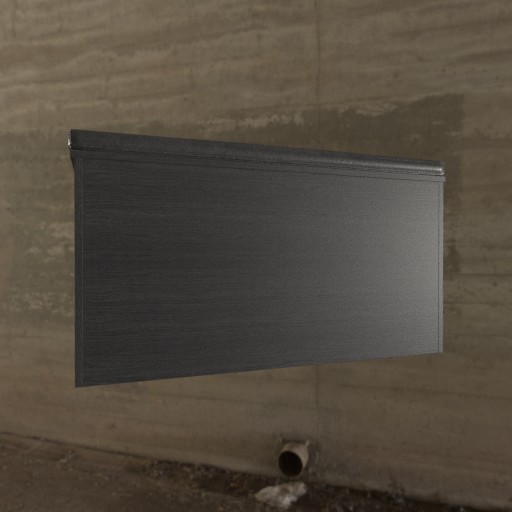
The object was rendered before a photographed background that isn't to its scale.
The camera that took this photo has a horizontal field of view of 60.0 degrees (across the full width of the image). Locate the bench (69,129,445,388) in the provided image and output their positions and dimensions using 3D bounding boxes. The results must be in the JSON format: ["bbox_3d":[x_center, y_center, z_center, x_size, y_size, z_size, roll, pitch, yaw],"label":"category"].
[{"bbox_3d":[0.000,0.000,1.187,0.905,0.501,0.401,0,0,-20],"label":"bench"}]
